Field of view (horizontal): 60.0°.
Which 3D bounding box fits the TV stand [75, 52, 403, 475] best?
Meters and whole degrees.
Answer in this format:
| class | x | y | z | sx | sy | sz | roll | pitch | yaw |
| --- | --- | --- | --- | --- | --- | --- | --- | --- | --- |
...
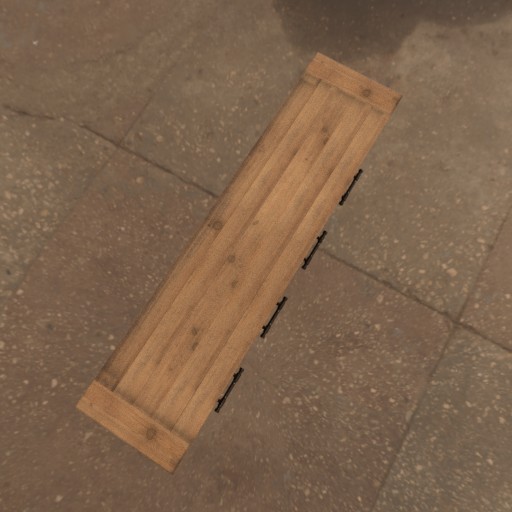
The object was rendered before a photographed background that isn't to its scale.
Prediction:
| class | x | y | z | sx | sy | sz | roll | pitch | yaw |
| --- | --- | --- | --- | --- | --- | --- | --- | --- | --- |
| TV stand | 0.000 | 0.000 | 2.065 | 0.453 | 0.573 | 1.804 | 31 | 77 | 8 |
